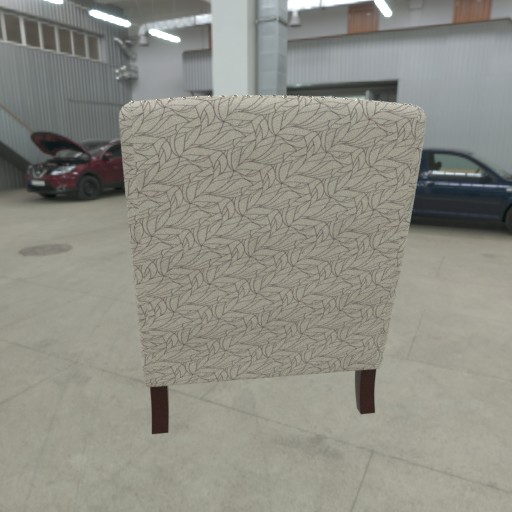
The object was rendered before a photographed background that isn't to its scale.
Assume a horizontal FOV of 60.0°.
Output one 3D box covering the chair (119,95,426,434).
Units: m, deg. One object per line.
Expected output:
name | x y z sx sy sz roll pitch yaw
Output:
chair | 0.000 0.000 1.268 0.623 0.816 0.651 -2 15 -8
